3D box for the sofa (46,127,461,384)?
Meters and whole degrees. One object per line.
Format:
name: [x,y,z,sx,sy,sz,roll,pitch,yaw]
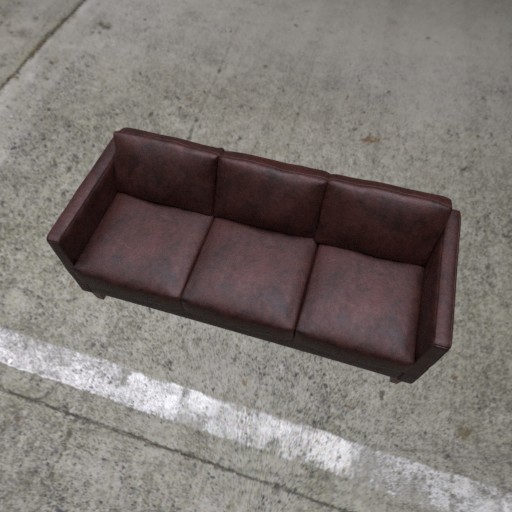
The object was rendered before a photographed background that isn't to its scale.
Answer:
sofa: [0.000,0.000,3.022,2.464,1.006,1.045,14,59,9]
